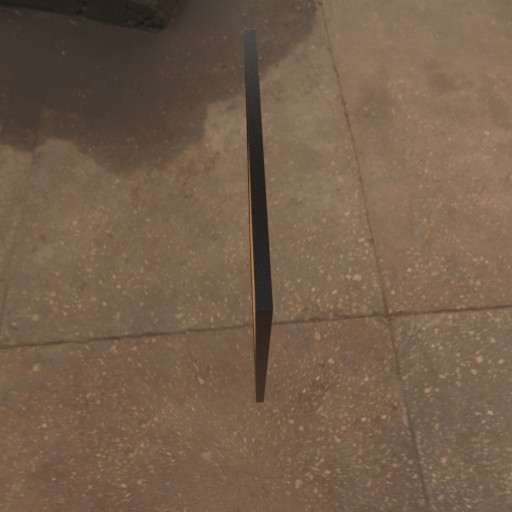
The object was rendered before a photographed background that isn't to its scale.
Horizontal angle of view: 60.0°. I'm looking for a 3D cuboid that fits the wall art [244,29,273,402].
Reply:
[{"bbox_3d":[0.000,0.000,0.879,0.019,0.656,0.462,-2,63,-1],"label":"wall art"}]
